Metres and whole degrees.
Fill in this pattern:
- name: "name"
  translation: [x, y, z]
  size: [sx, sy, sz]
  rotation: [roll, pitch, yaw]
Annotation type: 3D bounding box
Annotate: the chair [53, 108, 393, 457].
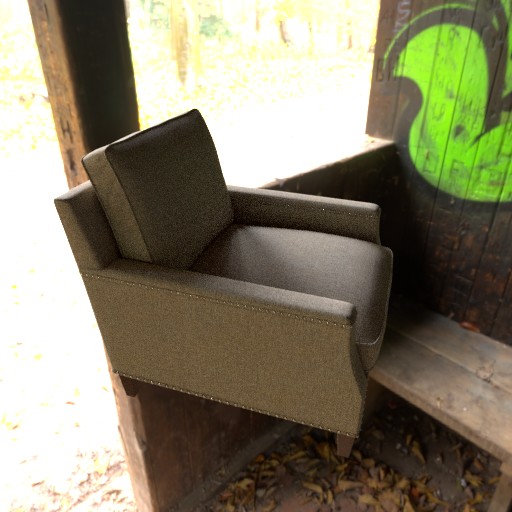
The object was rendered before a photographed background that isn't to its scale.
- name: "chair"
  translation: [0.000, 0.000, 1.693]
  size: [1.014, 0.943, 0.853]
  rotation: [9, 31, 16]
